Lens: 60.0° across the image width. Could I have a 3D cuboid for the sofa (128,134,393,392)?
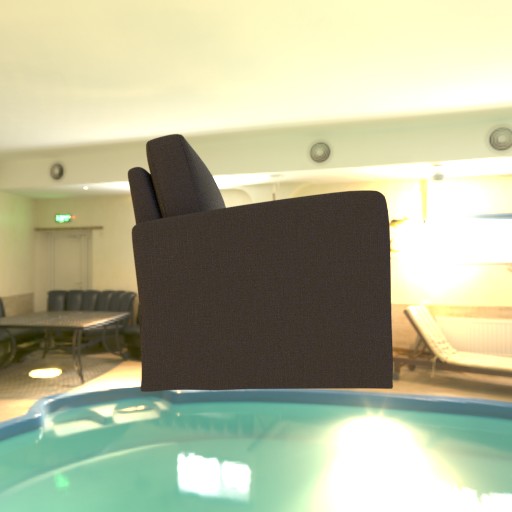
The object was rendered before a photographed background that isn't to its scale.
[{"bbox_3d":[0.000,0.000,2.282,0.898,0.839,1.852,0,0,-1],"label":"sofa"}]
